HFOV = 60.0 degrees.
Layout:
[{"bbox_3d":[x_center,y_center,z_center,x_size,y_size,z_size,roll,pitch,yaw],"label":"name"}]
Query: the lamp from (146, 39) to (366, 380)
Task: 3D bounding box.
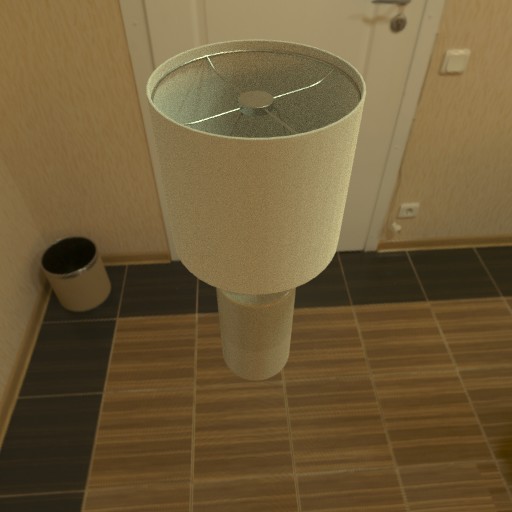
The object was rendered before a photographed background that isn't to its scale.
[{"bbox_3d":[0.000,0.000,0.610,0.212,0.493,0.212,-25,51,-22],"label":"lamp"}]
